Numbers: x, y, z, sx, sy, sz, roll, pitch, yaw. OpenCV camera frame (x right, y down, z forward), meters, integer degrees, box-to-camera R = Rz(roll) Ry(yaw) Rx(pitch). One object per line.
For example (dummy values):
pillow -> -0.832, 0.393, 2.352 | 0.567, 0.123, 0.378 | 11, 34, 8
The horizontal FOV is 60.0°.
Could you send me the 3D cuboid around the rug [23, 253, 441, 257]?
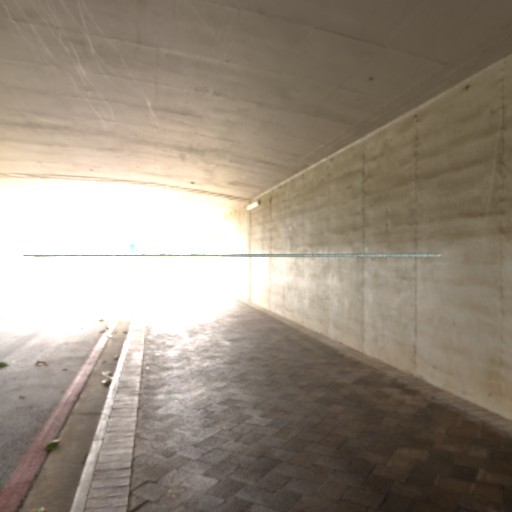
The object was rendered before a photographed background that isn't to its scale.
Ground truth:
rug -> 0.000, 0.000, 4.120 | 3.039, 0.019, 2.420 | 0, 0, 19
